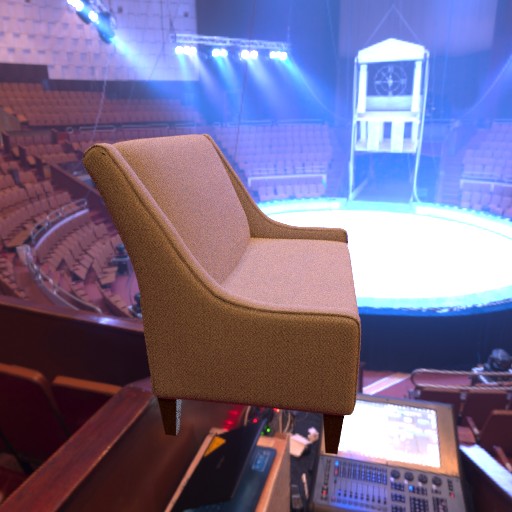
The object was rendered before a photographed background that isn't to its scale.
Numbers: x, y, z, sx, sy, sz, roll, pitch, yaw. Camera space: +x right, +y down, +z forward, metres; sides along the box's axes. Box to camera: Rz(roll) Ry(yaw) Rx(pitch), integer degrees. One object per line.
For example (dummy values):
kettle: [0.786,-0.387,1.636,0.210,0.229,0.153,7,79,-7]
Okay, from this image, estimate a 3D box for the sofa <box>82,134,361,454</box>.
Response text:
sofa: [0.000,0.000,1.964,0.870,1.022,1.242,3,17,9]
